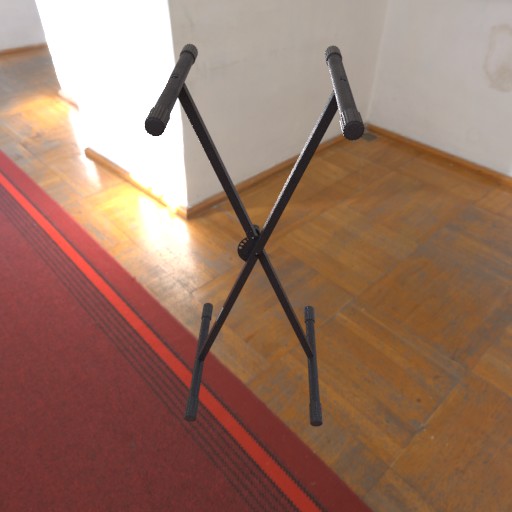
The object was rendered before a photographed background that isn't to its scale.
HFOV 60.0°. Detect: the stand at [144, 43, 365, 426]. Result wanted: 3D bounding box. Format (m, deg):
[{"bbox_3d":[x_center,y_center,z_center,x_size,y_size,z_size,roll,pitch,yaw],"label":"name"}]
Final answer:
[{"bbox_3d":[0.000,0.000,1.174,0.409,0.940,0.449,2,41,2],"label":"stand"}]
